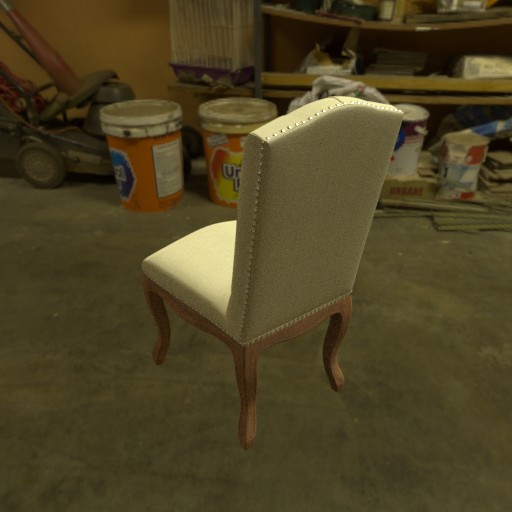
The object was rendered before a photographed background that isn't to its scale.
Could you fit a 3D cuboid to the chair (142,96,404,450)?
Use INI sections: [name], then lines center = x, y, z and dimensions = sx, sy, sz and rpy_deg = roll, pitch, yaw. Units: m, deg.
[chair]
center = 0.000, 0.000, 1.555
dimensions = 0.623, 1.165, 0.715
rpy_deg = -20, 36, -31
